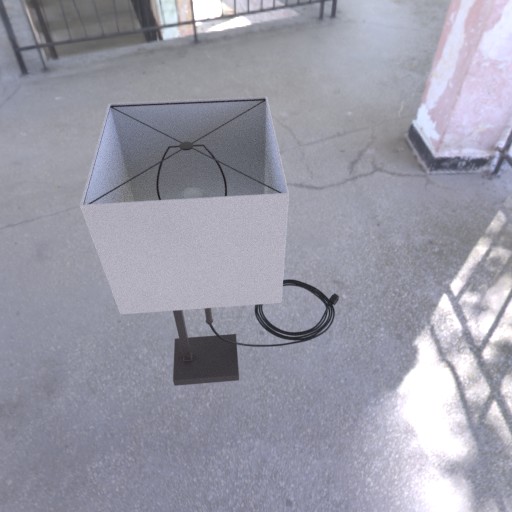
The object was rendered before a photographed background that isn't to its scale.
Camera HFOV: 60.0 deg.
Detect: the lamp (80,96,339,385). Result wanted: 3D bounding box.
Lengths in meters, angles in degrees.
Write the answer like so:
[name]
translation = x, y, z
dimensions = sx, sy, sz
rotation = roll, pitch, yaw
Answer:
[lamp]
translation = 0.000, 0.000, 0.977
dimensions = 0.504, 0.660, 0.399
rotation = -4, 47, -4
